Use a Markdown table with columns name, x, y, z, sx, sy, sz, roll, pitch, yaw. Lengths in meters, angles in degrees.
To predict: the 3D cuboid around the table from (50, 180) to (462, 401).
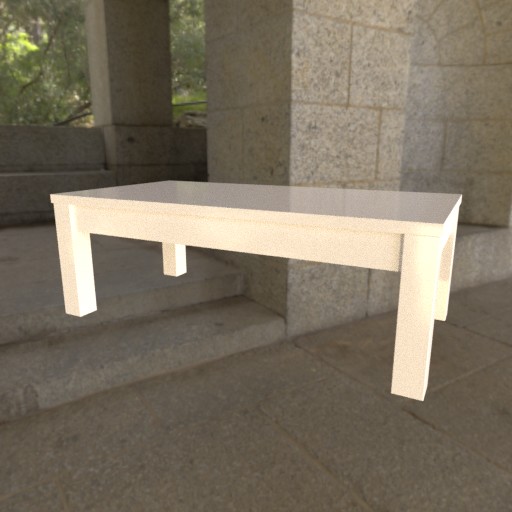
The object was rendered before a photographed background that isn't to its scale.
| name | x | y | z | sx | sy | sz | roll | pitch | yaw |
| --- | --- | --- | --- | --- | --- | --- | --- | --- | --- |
| table | 0.000 | 0.000 | 1.694 | 1.350 | 0.470 | 0.700 | 7 | 16 | 27 |
